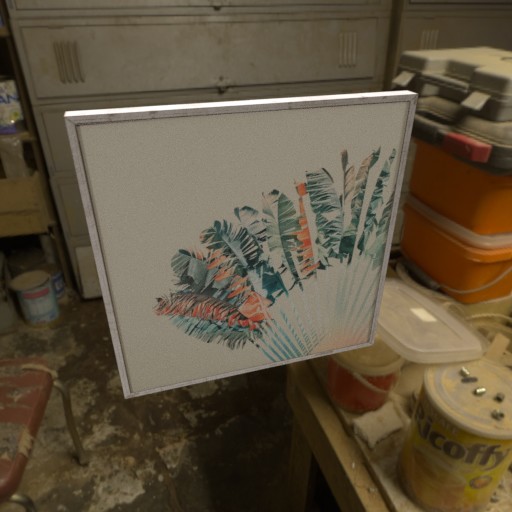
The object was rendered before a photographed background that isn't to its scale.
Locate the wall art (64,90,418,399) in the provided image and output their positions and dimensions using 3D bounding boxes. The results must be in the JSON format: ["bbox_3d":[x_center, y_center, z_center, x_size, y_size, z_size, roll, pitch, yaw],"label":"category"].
[{"bbox_3d":[0.000,0.000,0.755,0.508,0.506,0.029,-9,32,-14],"label":"wall art"}]
